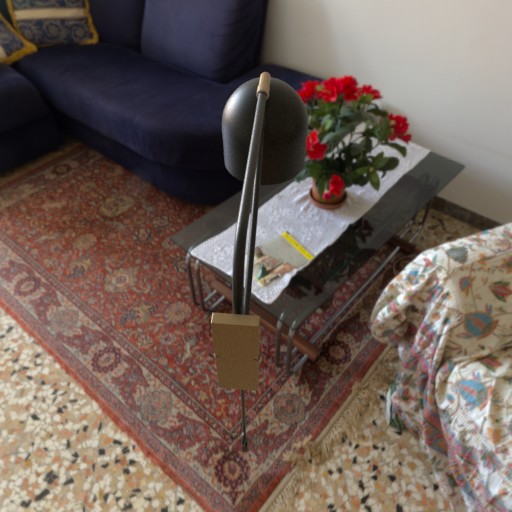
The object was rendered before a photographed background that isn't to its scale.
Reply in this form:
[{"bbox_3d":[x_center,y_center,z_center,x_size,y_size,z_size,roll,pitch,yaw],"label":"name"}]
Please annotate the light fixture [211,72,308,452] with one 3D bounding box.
[{"bbox_3d":[0.000,0.000,1.081,0.215,0.696,0.720,4,46,4],"label":"light fixture"}]
